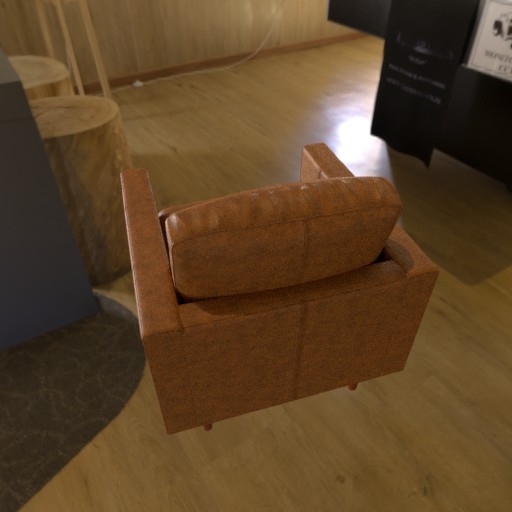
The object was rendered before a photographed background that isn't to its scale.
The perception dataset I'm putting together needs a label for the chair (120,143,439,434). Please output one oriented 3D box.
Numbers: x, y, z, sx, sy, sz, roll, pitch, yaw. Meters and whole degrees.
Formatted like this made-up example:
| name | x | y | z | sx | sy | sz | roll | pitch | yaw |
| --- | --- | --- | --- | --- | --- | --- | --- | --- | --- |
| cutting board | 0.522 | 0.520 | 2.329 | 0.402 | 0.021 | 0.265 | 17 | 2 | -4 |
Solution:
| name | x | y | z | sx | sy | sz | roll | pitch | yaw |
| --- | --- | --- | --- | --- | --- | --- | --- | --- | --- |
| chair | 0.000 | 0.000 | 1.697 | 0.890 | 0.956 | 0.909 | -11 | 42 | -13 |
